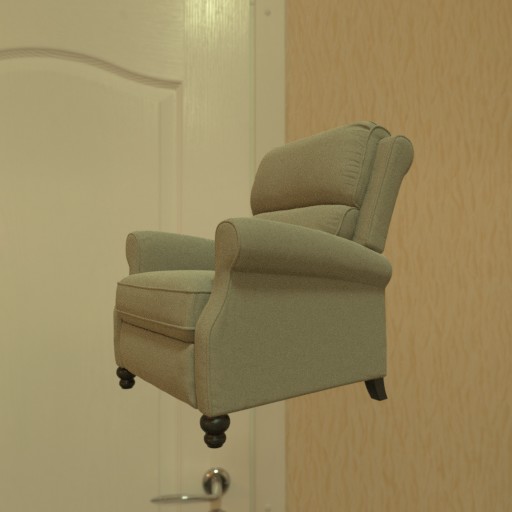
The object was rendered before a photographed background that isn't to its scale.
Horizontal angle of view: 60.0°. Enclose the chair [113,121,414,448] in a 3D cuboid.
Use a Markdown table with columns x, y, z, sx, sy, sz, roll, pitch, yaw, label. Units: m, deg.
| x | y | z | sx | sy | sz | roll | pitch | yaw | label |
| --- | --- | --- | --- | --- | --- | --- | --- | --- | --- |
| 0.000 | 0.000 | 1.720 | 0.919 | 1.046 | 0.859 | 0 | -1 | -36 | chair |
